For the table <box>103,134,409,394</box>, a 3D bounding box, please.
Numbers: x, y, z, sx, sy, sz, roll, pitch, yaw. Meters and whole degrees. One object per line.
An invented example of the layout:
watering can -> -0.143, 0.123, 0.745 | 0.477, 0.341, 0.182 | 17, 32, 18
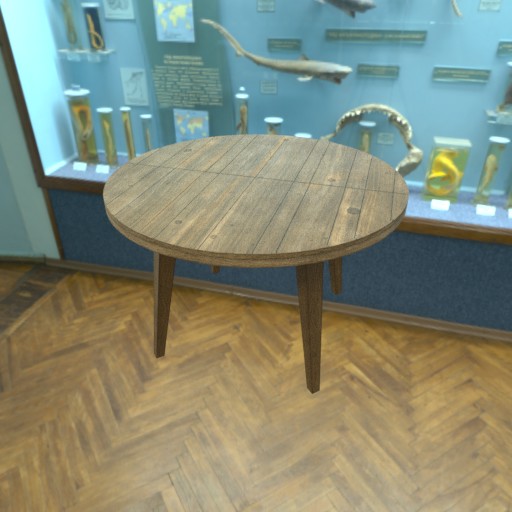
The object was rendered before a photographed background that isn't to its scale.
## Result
table -> 0.000, 0.000, 2.032 | 1.213, 0.764, 1.213 | 0, 32, 0
